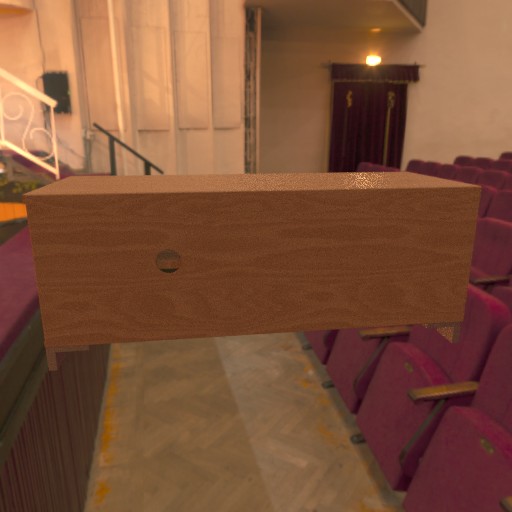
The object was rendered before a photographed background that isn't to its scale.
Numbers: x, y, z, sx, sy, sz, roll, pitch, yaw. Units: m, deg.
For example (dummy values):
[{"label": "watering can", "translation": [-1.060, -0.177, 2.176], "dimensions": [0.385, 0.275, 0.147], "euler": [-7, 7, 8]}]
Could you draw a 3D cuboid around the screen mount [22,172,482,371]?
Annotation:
[{"label": "screen mount", "translation": [0.000, 0.000, 1.284], "dimensions": [1.084, 0.432, 0.406], "euler": [-2, 16, -8]}]
